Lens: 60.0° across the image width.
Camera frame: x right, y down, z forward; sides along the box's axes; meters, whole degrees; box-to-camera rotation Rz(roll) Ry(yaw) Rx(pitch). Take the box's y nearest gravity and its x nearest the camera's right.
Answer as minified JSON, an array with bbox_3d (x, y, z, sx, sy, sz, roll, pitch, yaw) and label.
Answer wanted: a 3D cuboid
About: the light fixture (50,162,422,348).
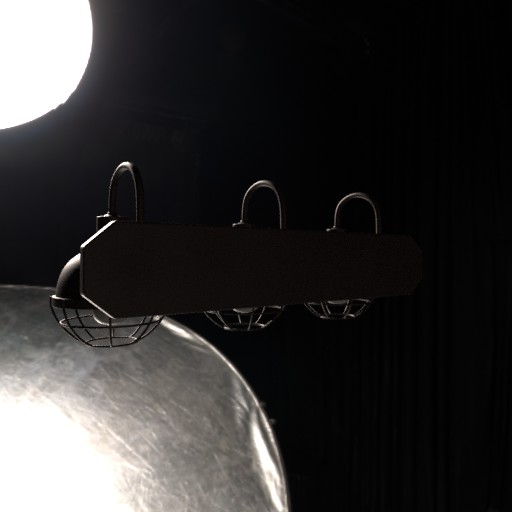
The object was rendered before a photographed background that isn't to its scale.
[{"bbox_3d":[0.000,0.000,0.761,0.634,0.254,0.229,0,0,-37],"label":"light fixture"}]
